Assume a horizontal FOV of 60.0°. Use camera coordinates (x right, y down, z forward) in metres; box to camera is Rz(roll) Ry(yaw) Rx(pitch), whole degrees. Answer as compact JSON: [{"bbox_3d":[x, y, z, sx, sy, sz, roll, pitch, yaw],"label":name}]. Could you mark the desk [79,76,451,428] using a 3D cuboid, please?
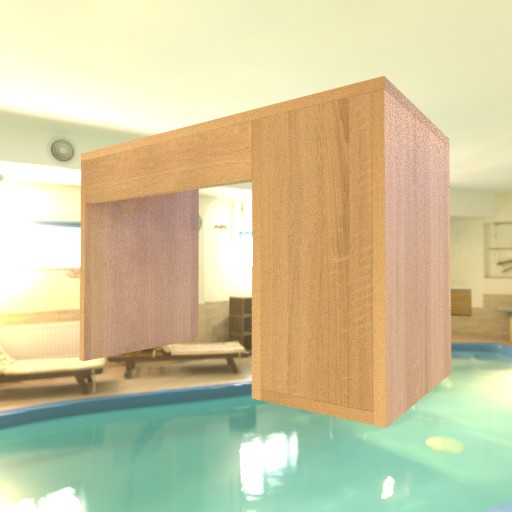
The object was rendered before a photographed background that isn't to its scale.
[{"bbox_3d":[0.000,0.000,1.484,1.100,0.731,0.600,-1,-1,36],"label":"desk"}]
